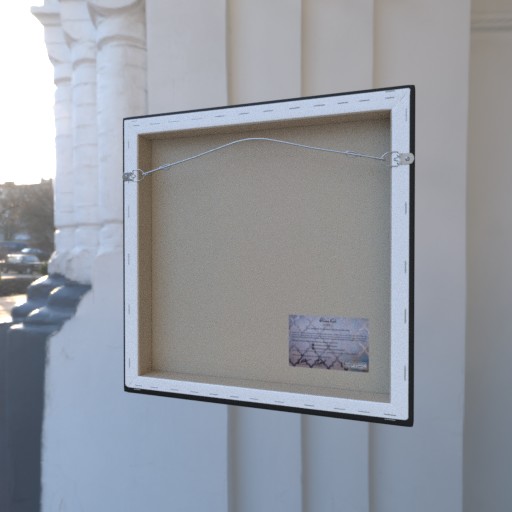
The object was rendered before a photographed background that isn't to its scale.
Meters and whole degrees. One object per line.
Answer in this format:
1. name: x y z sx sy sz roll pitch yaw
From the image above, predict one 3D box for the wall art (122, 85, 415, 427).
1. wall art: 0.000 0.000 0.603 0.406 0.407 0.041 0 1 19
